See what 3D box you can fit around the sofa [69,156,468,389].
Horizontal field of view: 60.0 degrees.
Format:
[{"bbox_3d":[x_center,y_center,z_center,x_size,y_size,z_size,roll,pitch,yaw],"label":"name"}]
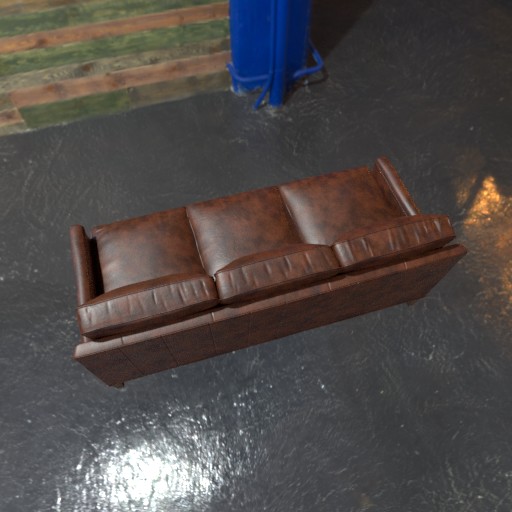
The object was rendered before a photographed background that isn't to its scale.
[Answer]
[{"bbox_3d":[0.000,0.000,2.869,2.240,1.003,1.084,-14,59,-9],"label":"sofa"}]
